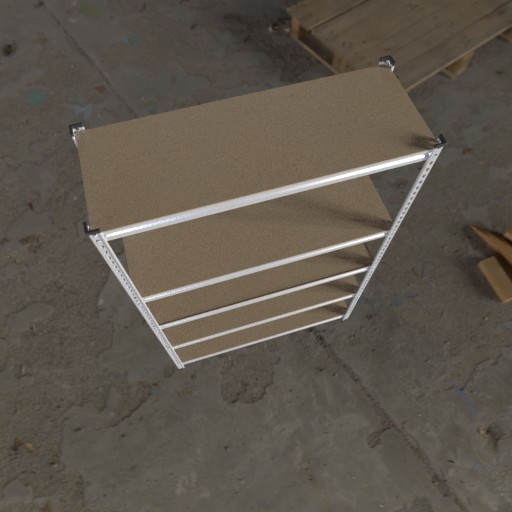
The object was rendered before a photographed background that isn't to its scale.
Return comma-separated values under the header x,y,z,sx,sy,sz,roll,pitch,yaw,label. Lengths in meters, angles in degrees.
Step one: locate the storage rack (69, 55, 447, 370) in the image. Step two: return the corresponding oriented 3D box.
x,y,z,sx,sy,sz,roll,pitch,yaw,label
0.000,0.000,2.328,1.219,1.829,0.457,-15,64,-8,storage rack
